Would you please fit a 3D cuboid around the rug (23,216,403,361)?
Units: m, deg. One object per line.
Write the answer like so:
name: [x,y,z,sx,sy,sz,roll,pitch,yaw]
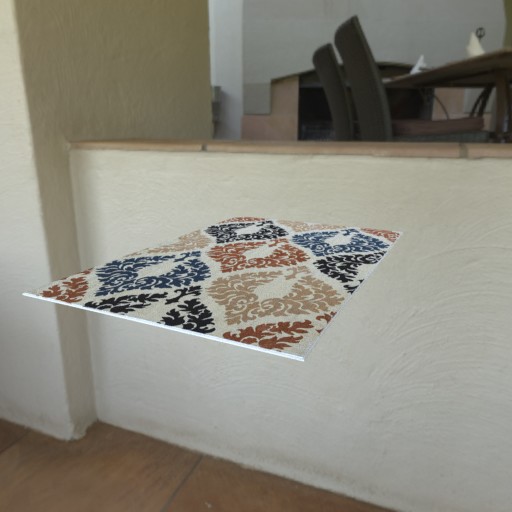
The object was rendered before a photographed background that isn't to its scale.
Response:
rug: [0.000,0.000,2.892,1.514,0.014,2.275,8,18,25]
